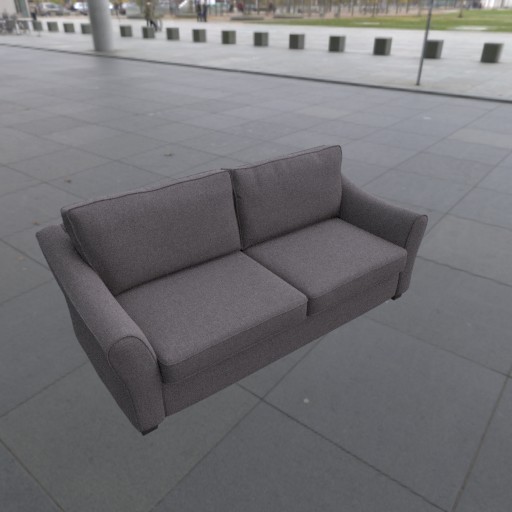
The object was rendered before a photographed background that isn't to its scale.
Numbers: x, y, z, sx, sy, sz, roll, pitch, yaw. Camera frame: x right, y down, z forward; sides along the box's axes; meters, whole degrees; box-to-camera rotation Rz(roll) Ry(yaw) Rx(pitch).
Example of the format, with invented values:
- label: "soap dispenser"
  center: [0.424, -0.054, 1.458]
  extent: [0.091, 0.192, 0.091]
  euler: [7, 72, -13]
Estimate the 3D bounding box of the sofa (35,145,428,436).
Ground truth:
- label: "sofa"
  center: [0.000, 0.000, 2.723]
  extent: [2.203, 0.976, 1.013]
  euler: [-20, 35, -31]
